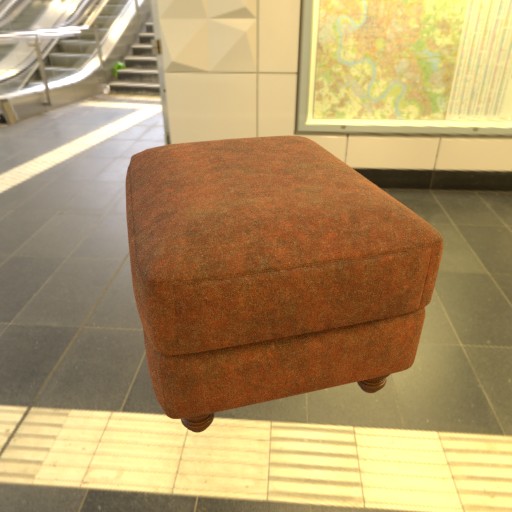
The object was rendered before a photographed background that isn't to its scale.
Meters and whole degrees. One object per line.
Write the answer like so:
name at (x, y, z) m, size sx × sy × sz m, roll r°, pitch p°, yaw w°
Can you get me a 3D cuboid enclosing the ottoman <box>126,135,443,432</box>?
ottoman at (0.000, 0.000, 1.190) m, size 0.635 × 0.508 × 0.787 m, roll -8°, pitch 31°, yaw -13°
